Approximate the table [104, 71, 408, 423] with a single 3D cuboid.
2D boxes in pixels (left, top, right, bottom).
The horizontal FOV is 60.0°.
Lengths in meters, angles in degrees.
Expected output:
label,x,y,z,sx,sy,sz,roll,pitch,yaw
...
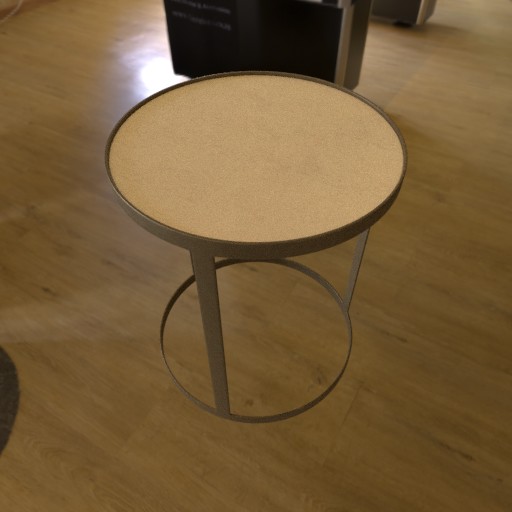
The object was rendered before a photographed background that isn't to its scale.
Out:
label,x,y,z,sx,sy,sz,roll,pitch,yaw
table,0.000,0.000,0.927,0.480,0.565,0.480,0,47,0
